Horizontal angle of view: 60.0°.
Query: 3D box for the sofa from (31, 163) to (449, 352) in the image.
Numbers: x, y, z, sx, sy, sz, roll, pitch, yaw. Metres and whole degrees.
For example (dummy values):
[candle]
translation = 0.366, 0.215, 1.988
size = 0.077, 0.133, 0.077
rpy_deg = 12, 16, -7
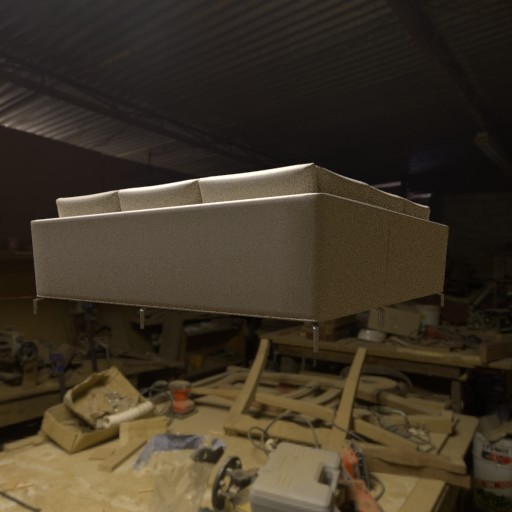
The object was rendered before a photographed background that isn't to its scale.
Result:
[sofa]
translation = 0.000, 0.000, 3.577
size = 2.448, 0.867, 2.430
rpy_deg = 0, -1, 36
